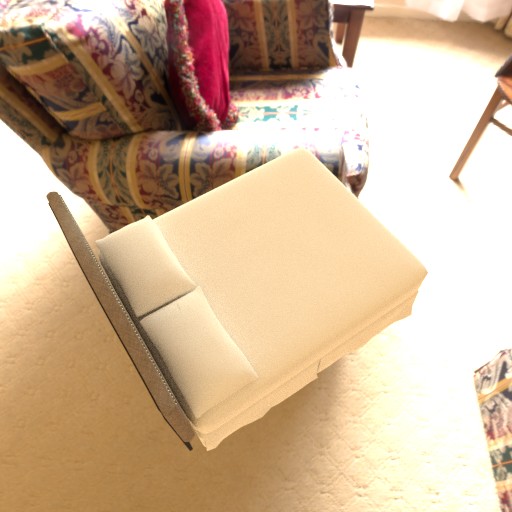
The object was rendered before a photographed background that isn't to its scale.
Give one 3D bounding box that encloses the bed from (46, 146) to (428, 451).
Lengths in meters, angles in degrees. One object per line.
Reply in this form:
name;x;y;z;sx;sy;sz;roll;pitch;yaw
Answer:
bed;0.000;0.000;3.246;2.153;1.518;1.713;-30;63;-17
